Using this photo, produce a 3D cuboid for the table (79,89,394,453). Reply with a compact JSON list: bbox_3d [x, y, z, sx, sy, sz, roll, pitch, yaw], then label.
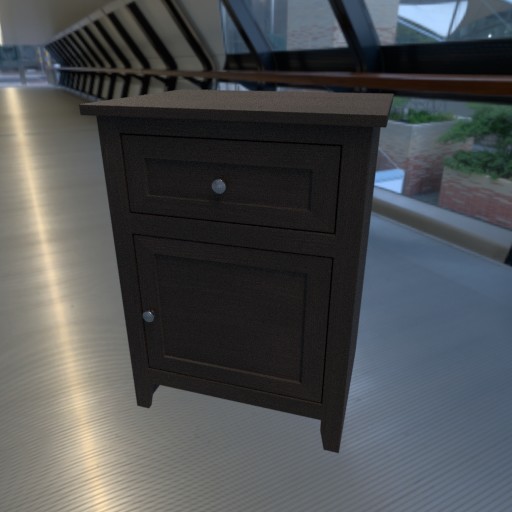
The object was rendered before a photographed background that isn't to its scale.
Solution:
[{"bbox_3d":[0.000,0.000,0.945,0.480,0.635,0.381,7,25,15],"label":"table"}]
